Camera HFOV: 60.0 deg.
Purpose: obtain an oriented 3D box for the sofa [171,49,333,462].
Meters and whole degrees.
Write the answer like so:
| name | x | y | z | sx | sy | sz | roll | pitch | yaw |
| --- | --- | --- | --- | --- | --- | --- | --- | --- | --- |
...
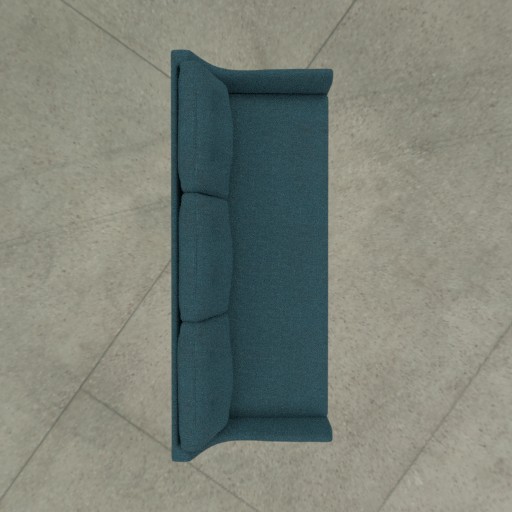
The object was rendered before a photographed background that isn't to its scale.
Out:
| name | x | y | z | sx | sy | sz | roll | pitch | yaw |
| --- | --- | --- | --- | --- | --- | --- | --- | --- | --- |
| sofa | 0.000 | 0.000 | 2.516 | 0.849 | 0.837 | 2.060 | 0 | 91 | -1 |
